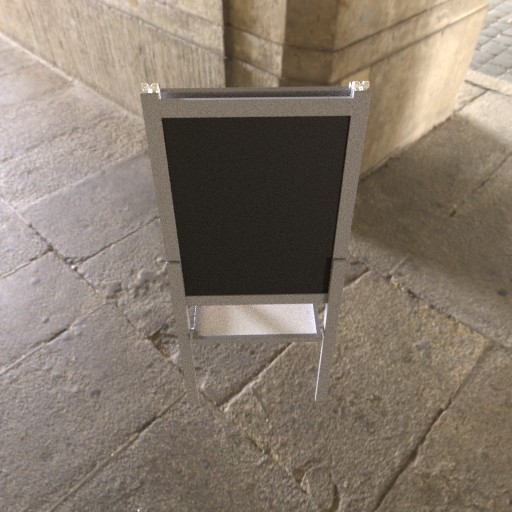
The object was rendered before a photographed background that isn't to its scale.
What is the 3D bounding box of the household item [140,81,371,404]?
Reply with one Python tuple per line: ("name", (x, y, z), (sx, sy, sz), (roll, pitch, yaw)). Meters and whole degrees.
("household item", (0.000, 0.000, 1.454), (0.531, 1.172, 0.469), (-1, 47, -1))
